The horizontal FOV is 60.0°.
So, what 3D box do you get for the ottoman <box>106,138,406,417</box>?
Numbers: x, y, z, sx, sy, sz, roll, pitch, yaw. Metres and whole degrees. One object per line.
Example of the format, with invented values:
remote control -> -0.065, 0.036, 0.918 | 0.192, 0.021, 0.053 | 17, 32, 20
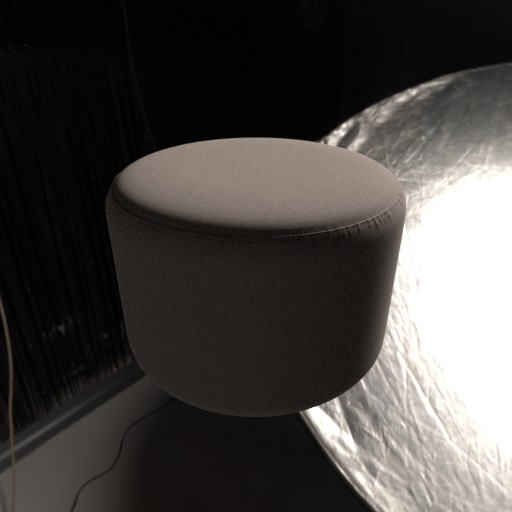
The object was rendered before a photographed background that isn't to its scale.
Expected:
ottoman -> 0.000, 0.000, 1.004 | 0.608, 0.433, 0.608 | 0, 28, 0
